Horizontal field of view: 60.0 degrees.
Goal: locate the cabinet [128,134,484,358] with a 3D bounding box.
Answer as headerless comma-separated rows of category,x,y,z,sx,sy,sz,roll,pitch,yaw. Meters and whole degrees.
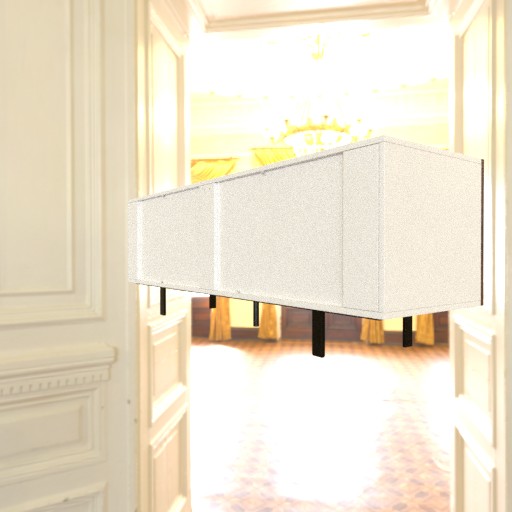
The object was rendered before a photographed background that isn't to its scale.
cabinet,0.000,0.000,1.679,0.431,0.533,1.499,0,1,-37
